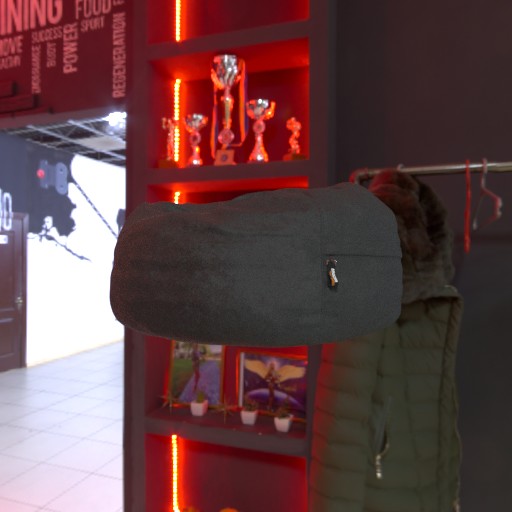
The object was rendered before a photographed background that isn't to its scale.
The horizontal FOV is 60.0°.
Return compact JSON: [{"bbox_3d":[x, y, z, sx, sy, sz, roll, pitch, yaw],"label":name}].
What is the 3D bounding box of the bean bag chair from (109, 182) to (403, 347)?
[{"bbox_3d":[0.000,0.000,2.437,1.525,0.751,1.525,0,0,0],"label":"bean bag chair"}]
